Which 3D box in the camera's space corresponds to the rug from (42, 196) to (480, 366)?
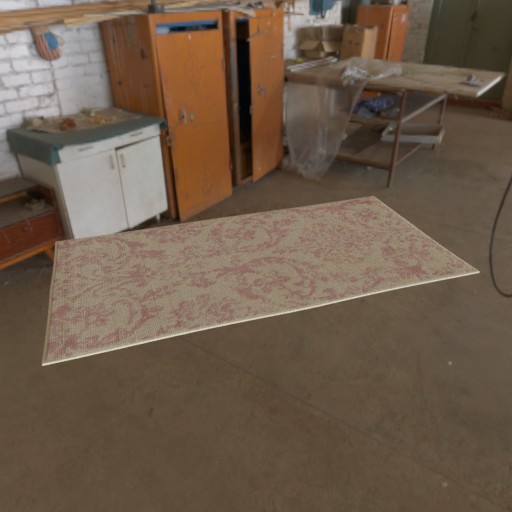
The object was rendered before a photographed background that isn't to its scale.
[{"bbox_3d":[0.000,0.000,1.408,1.219,0.007,0.604,-10,32,-16],"label":"rug"}]
